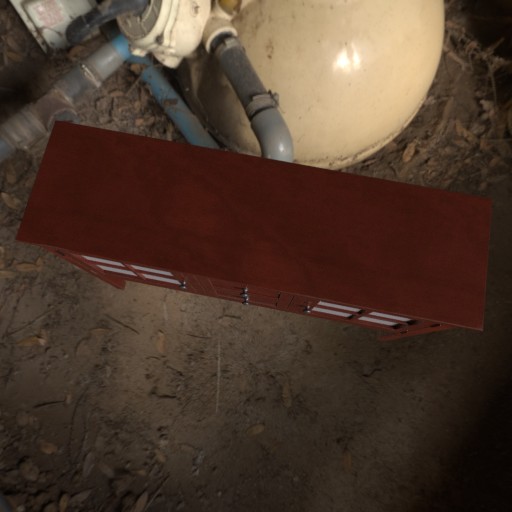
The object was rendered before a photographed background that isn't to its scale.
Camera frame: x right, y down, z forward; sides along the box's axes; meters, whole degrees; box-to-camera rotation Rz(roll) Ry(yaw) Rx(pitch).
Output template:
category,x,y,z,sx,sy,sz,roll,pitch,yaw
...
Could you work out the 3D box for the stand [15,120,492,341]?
category,x,y,z,sx,sy,sz,roll,pitch,yaw
stand,0.000,0.000,1.732,1.362,0.872,0.410,11,76,3
